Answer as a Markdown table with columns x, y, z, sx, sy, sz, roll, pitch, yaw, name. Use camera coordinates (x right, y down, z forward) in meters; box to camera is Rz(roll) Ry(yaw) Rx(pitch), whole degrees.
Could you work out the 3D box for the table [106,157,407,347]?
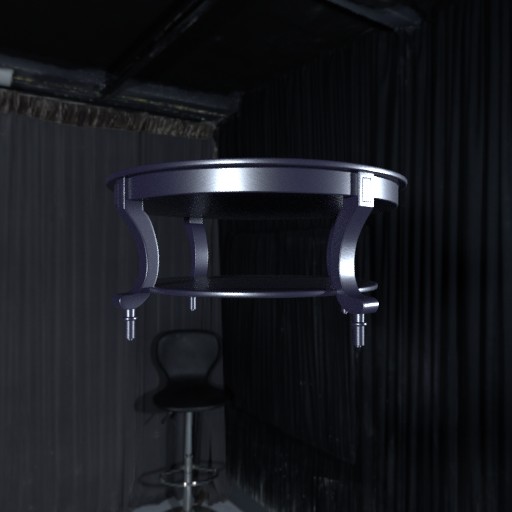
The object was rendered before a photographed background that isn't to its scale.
| x | y | z | sx | sy | sz | roll | pitch | yaw | name |
| --- | --- | --- | --- | --- | --- | --- | --- | --- | --- |
| 0.000 | 0.000 | 1.592 | 1.029 | 0.491 | 1.029 | 0 | 1 | 0 | table |
